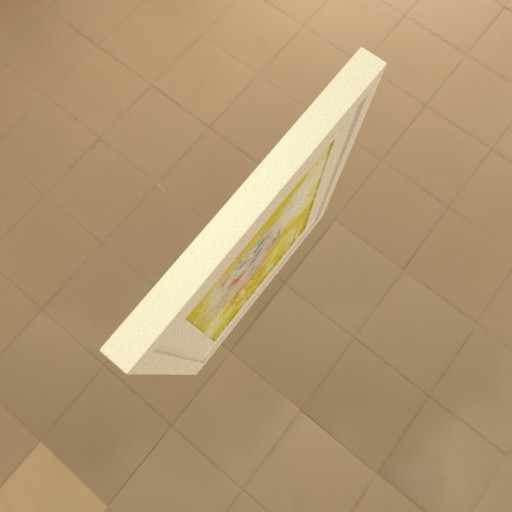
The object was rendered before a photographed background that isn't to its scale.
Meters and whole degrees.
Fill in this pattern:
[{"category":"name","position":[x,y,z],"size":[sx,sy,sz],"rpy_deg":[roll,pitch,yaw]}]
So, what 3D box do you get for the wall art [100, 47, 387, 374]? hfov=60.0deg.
[{"category":"wall art","position":[0.000,0.000,0.534],"size":[0.028,0.381,0.331],"rpy_deg":[37,78,9]}]
